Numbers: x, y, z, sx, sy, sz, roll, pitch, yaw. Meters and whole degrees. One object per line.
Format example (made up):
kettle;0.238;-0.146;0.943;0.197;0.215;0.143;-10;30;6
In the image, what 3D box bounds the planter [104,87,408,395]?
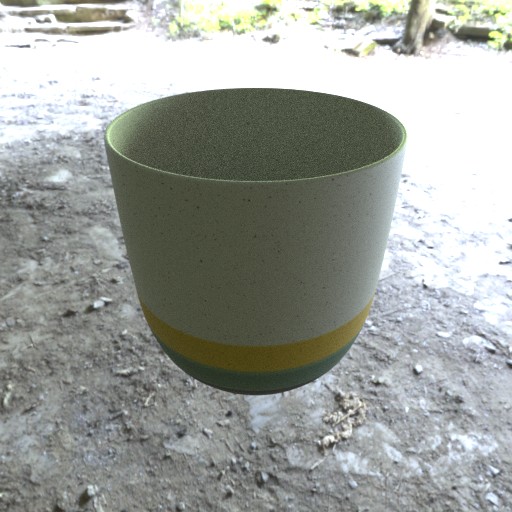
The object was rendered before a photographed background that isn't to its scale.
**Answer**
planter;0.000;0.000;0.353;0.195;0.214;0.195;0;34;0
